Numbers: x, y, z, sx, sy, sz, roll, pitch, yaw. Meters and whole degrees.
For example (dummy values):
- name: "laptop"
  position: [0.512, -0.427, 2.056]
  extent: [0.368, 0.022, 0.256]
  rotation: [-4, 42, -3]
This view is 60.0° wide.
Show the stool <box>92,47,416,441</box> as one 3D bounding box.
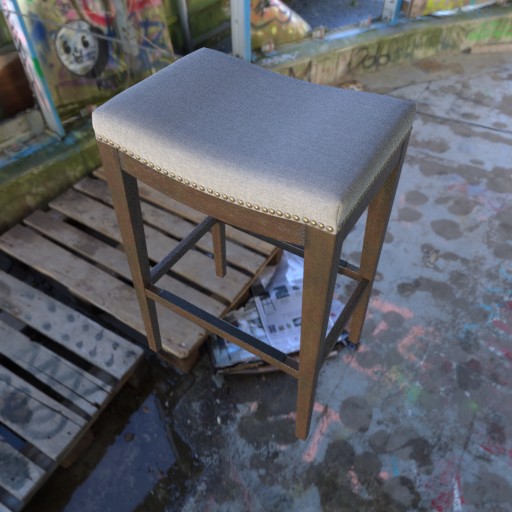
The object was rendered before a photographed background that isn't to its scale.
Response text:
- name: "stool"
  position: [0.000, 0.000, 1.032]
  extent: [0.508, 0.762, 0.356]
  rotation: [24, 51, 21]
